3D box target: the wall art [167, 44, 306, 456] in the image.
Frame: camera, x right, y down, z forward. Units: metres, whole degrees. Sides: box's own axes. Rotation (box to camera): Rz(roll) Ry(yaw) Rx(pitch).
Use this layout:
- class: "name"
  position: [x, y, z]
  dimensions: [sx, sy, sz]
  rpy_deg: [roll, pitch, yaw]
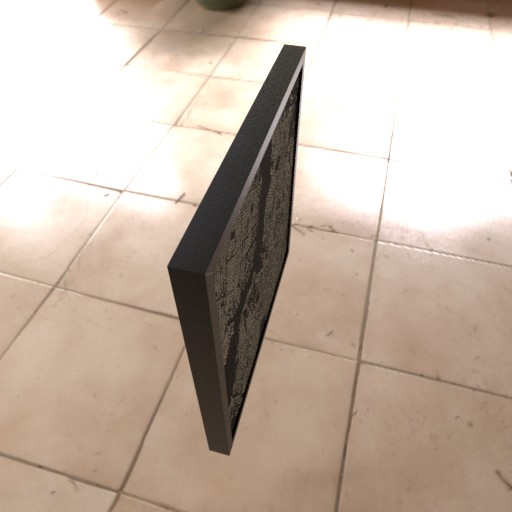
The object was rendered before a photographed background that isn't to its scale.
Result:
- class: "wall art"
  position: [0.000, 0.000, 0.763]
  dimensions: [0.038, 0.506, 0.506]
  rpy_deg: [11, 49, 10]
